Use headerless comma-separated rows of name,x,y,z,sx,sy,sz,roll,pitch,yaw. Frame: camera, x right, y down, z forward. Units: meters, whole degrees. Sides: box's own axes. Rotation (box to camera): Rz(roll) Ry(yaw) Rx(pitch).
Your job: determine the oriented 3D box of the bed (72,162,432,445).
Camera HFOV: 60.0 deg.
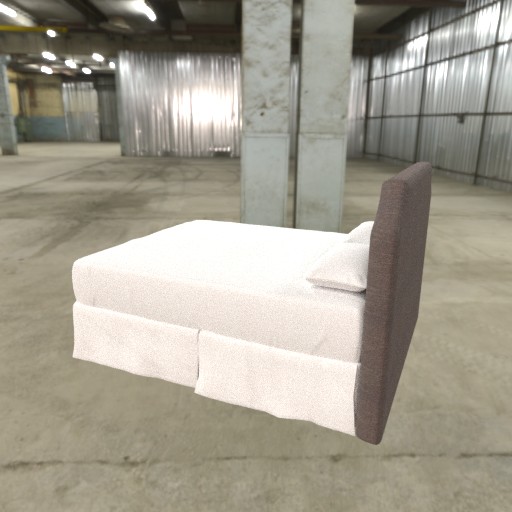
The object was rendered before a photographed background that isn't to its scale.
bed,0.000,0.000,3.132,2.116,1.290,1.693,7,18,24
